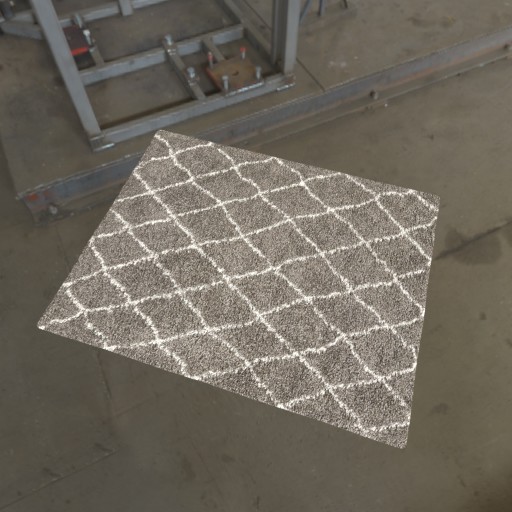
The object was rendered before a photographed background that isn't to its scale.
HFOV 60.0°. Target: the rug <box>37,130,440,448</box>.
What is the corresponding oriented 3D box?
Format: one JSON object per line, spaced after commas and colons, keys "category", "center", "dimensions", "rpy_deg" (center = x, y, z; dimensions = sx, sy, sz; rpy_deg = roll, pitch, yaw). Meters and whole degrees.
{"category": "rug", "center": [0.000, 0.000, 4.030], "dimensions": [3.047, 0.029, 2.438], "rpy_deg": [16, 60, 9]}
